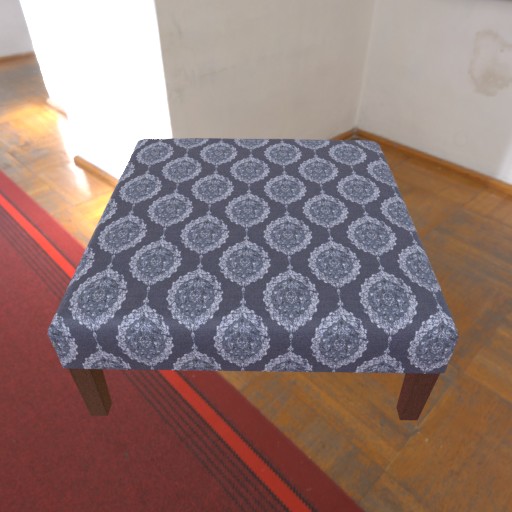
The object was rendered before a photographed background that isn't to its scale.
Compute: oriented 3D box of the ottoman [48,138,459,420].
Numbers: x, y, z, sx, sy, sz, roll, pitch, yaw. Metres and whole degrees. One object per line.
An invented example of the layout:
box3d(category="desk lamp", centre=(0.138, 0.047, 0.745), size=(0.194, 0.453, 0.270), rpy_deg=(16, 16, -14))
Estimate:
box3d(category="ottoman", centre=(0.000, 0.000, 1.374), size=(0.889, 0.409, 0.890), rpy_deg=(1, 41, 1))
